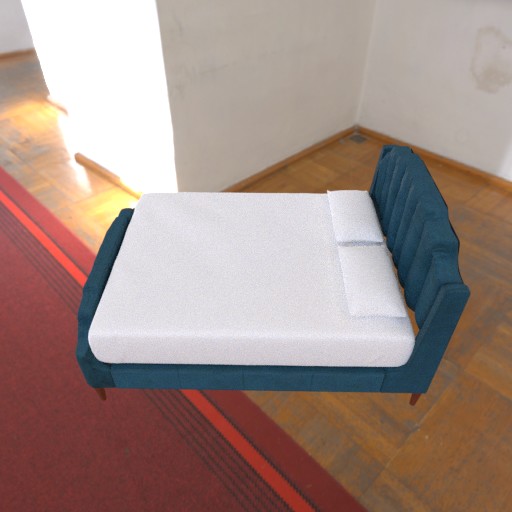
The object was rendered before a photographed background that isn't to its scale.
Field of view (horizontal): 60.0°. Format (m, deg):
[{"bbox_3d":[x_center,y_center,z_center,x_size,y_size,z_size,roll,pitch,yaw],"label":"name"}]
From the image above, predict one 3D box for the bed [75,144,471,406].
[{"bbox_3d":[0.000,0.000,3.289,2.322,1.351,1.676,1,41,1],"label":"bed"}]
